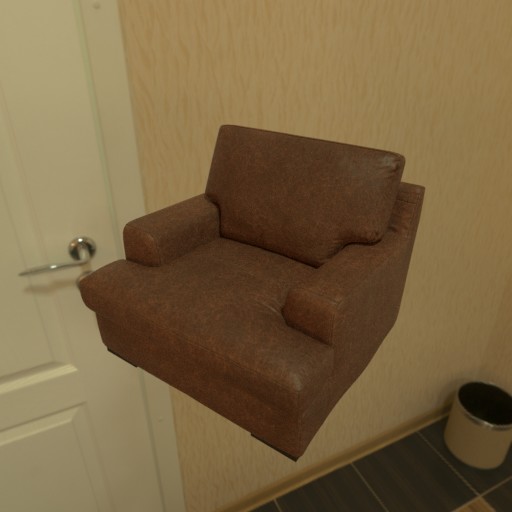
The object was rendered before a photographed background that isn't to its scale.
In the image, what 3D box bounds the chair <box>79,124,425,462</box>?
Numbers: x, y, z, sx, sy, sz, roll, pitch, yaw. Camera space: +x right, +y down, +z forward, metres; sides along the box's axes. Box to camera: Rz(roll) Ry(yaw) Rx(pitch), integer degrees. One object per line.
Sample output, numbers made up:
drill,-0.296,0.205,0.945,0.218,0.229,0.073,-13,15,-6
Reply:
chair,0.000,0.000,2.032,1.168,0.939,1.143,19,35,30
